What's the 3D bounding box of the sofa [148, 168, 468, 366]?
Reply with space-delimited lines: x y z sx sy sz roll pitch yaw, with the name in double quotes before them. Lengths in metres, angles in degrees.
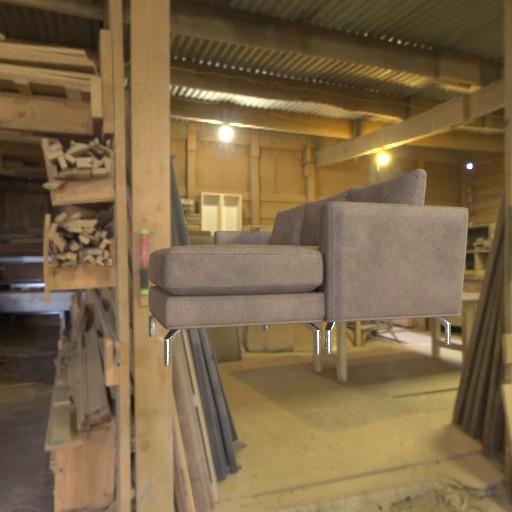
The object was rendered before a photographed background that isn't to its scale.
"sofa" 0.000 0.000 3.282 1.622 0.987 2.438 0 0 -19
